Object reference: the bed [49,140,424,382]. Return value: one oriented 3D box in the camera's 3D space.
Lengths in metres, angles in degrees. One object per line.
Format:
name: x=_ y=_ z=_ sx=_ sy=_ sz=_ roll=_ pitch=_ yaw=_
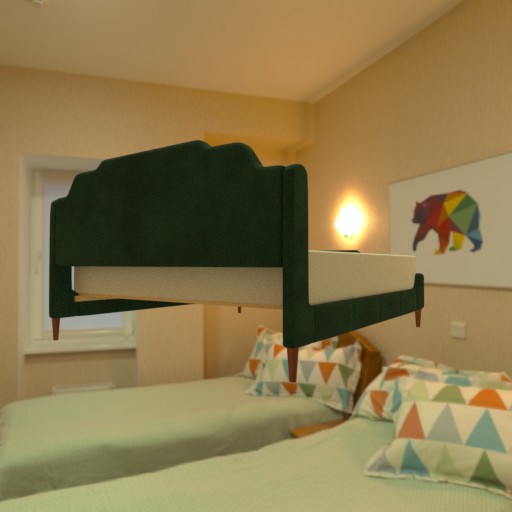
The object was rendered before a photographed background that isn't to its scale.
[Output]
bed: x=0.000 y=0.000 z=3.609 sx=2.074 sy=1.245 sz=2.340 roll=-1 pitch=-1 yaw=35
